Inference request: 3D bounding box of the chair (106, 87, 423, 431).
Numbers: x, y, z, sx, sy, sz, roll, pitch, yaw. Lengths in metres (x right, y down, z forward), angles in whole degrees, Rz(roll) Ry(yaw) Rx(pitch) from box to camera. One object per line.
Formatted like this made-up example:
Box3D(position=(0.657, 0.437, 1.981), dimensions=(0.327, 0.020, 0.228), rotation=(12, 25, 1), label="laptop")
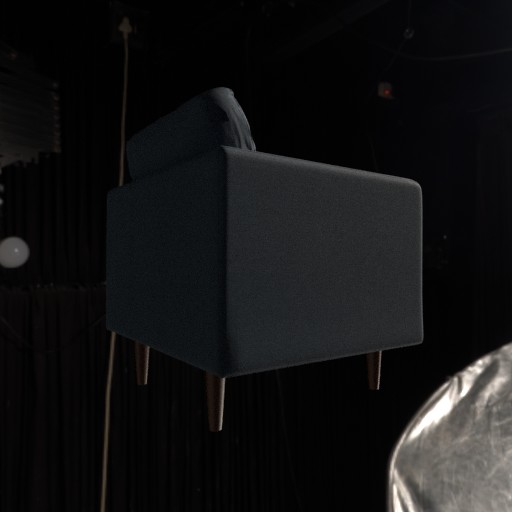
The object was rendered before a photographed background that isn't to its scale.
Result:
Box3D(position=(0.000, 0.000, 1.575), dimensions=(0.820, 0.922, 0.855), rotation=(0, 0, -36), label="chair")
